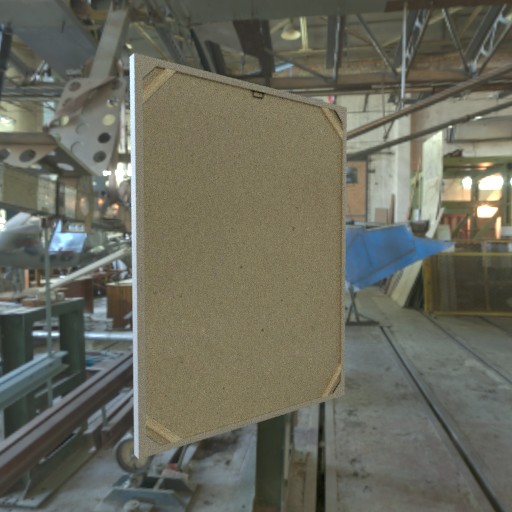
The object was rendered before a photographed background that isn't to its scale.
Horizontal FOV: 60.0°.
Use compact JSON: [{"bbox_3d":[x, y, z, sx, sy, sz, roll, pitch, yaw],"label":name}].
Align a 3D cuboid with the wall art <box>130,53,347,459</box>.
[{"bbox_3d":[0.000,0.000,1.606,0.914,1.212,0.038,-2,3,-37],"label":"wall art"}]
